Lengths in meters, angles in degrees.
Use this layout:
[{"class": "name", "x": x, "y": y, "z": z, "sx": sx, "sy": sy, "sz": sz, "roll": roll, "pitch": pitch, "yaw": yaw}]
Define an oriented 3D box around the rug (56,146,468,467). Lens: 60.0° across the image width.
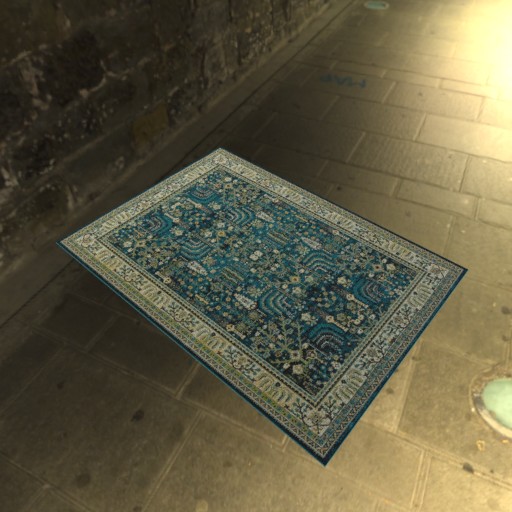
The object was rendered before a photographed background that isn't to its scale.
[{"class": "rug", "x": 0.000, "y": 0.000, "z": 2.920, "sx": 2.213, "sy": 0.013, "sz": 1.594, "roll": 32, "pitch": 54, "yaw": 27}]
